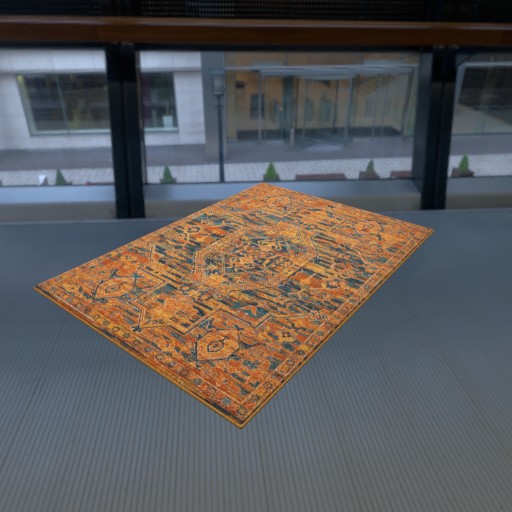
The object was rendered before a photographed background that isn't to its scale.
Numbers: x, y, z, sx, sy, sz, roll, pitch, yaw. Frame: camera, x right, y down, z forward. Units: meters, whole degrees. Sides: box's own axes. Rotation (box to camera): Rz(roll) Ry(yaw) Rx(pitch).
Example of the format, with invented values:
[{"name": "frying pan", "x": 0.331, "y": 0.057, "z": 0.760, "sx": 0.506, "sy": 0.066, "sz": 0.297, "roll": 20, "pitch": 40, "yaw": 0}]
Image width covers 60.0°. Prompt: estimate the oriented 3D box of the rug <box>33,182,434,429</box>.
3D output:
[{"name": "rug", "x": 0.000, "y": 0.000, "z": 2.914, "sx": 1.588, "sy": 0.024, "sz": 2.204, "roll": 22, "pitch": 36, "yaw": 32}]
